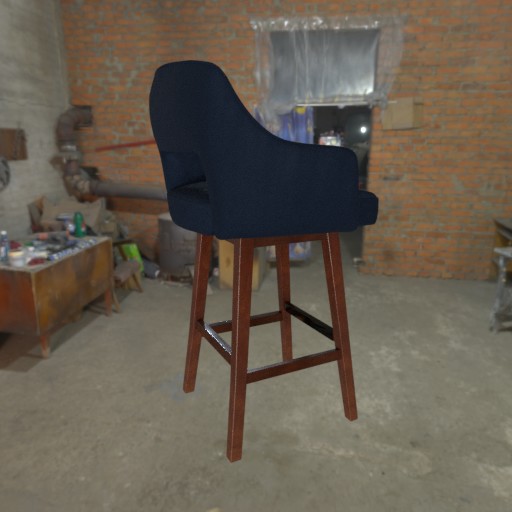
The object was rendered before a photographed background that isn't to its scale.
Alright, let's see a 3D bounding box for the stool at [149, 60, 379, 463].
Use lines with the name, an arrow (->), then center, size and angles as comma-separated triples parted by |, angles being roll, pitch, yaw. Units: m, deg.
stool -> 0.000, 0.000, 1.353 | 0.560, 1.041, 0.550 | -7, 16, -26
